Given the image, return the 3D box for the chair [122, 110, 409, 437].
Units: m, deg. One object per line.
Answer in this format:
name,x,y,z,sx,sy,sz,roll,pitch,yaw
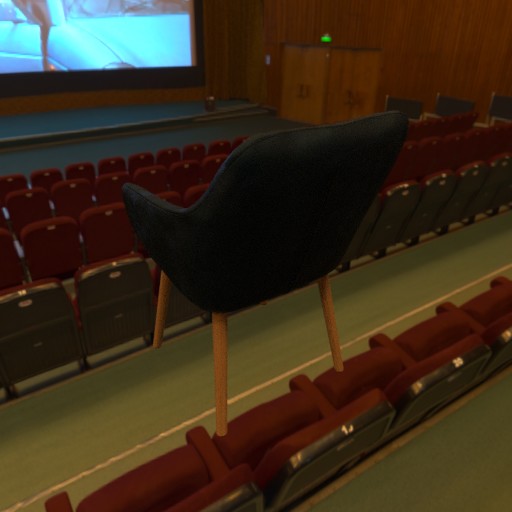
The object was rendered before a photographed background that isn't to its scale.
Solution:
chair,0.000,0.000,1.214,0.578,0.826,0.573,-18,35,-29
